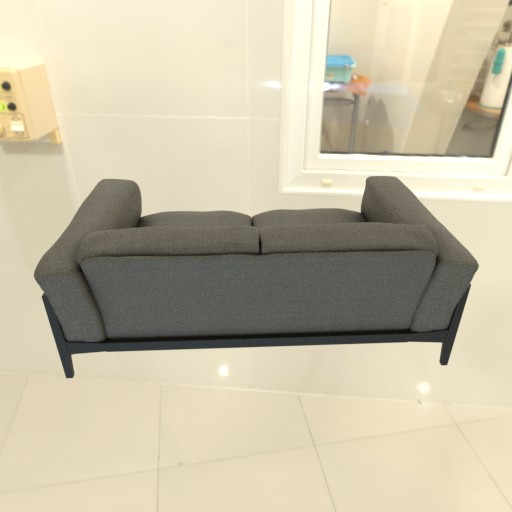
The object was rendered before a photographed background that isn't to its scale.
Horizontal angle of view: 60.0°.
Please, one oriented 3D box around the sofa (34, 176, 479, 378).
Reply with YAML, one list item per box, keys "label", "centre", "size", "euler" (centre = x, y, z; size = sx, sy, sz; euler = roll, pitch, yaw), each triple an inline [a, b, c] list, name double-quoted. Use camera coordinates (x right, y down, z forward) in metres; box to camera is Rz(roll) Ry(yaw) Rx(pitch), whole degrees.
- label: "sofa"
  centre: [0.000, 0.000, 2.154]
  size: [1.690, 0.656, 0.960]
  euler: [-1, 31, -2]
